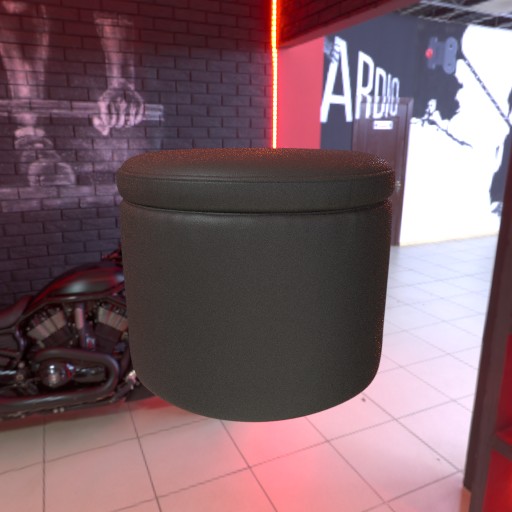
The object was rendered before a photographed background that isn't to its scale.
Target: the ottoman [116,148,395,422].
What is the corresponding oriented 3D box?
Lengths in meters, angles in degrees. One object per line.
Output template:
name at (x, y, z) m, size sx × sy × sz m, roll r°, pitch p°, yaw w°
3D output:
ottoman at (0.000, 0.000, 0.867) m, size 0.500 × 0.409 × 0.500 m, roll 0°, pitch 15°, yaw 0°
